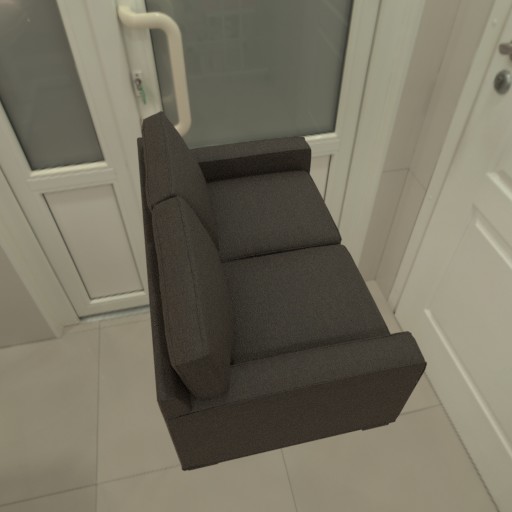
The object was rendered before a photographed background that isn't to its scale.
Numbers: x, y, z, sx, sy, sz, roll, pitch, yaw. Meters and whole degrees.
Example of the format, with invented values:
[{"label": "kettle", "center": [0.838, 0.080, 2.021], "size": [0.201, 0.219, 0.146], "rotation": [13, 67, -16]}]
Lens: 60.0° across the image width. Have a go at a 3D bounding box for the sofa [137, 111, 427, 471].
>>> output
[{"label": "sofa", "center": [0.000, 0.000, 2.130], "size": [0.974, 0.887, 1.534], "rotation": [-9, 48, -9]}]
